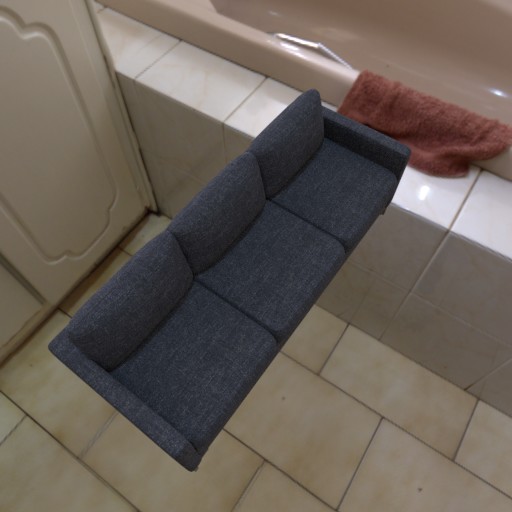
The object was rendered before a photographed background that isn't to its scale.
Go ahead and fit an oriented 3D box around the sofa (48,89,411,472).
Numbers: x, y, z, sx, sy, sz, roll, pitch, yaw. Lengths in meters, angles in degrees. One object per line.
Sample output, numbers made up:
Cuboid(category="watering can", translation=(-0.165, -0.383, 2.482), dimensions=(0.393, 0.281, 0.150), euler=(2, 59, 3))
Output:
Cuboid(category="sofa", translation=(0.000, 0.000, 2.616), dimensions=(0.859, 0.874, 2.218), euler=(32, 64, 18))
